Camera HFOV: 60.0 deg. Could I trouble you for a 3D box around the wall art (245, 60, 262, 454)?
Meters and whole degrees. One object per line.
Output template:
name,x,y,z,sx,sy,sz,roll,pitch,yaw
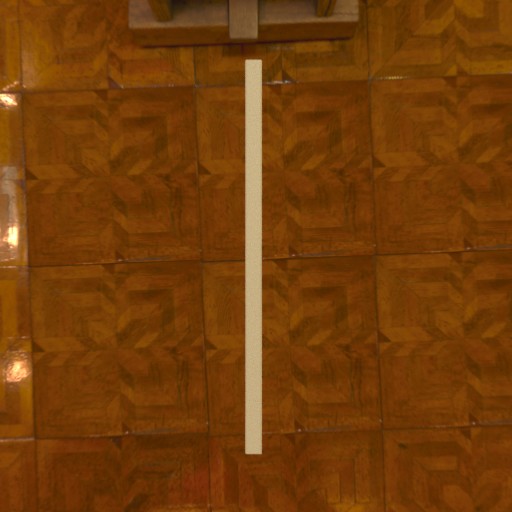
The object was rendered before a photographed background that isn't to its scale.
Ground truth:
wall art,0.000,0.000,1.632,0.038,1.212,0.914,0,90,1
